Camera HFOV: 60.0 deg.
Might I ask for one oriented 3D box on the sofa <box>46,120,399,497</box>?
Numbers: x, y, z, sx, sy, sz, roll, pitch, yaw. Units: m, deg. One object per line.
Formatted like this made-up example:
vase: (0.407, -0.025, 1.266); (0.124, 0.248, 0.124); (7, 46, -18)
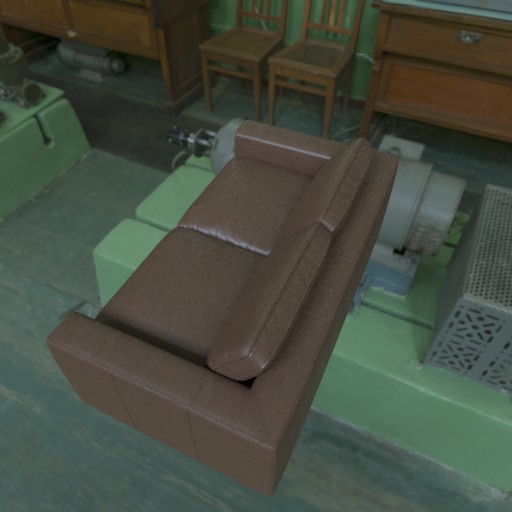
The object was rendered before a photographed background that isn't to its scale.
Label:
sofa: (0.000, 0.000, 2.367); (1.070, 0.800, 1.920); (19, 50, 17)
